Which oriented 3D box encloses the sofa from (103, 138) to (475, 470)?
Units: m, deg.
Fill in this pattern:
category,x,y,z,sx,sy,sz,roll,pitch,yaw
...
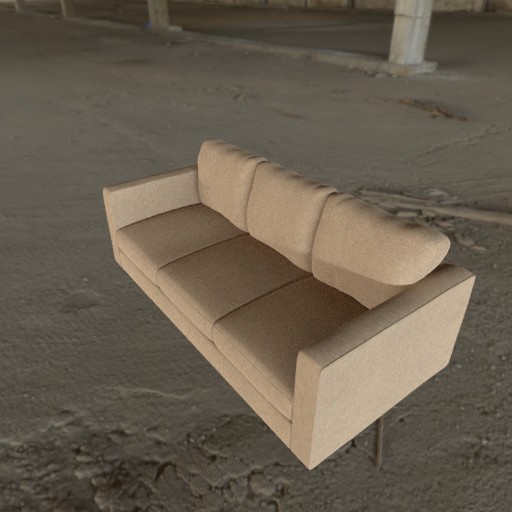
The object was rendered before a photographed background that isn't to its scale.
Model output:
category,x,y,z,sx,sy,sz,roll,pitch,yaw
sofa,0.000,0.000,2.342,0.930,0.800,1.855,-22,38,-31
